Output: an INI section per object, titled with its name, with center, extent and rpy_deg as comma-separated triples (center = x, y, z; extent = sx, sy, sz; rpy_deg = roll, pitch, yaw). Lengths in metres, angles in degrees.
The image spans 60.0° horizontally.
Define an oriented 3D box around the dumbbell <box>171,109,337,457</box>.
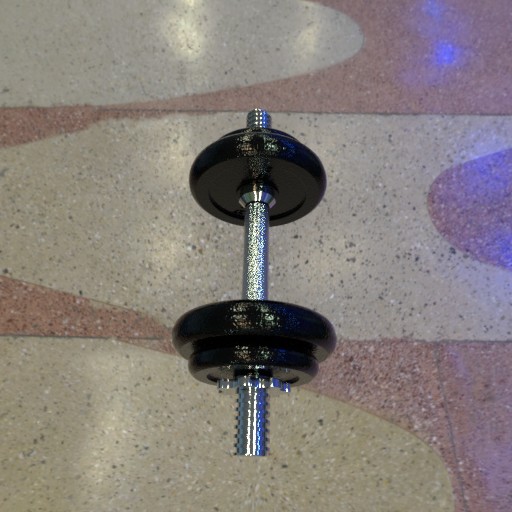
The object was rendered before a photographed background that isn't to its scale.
[dumbbell]
center = 0.000, 0.000, 0.602
extent = 0.202, 0.202, 0.497
rpy_deg = 1, 63, 1
